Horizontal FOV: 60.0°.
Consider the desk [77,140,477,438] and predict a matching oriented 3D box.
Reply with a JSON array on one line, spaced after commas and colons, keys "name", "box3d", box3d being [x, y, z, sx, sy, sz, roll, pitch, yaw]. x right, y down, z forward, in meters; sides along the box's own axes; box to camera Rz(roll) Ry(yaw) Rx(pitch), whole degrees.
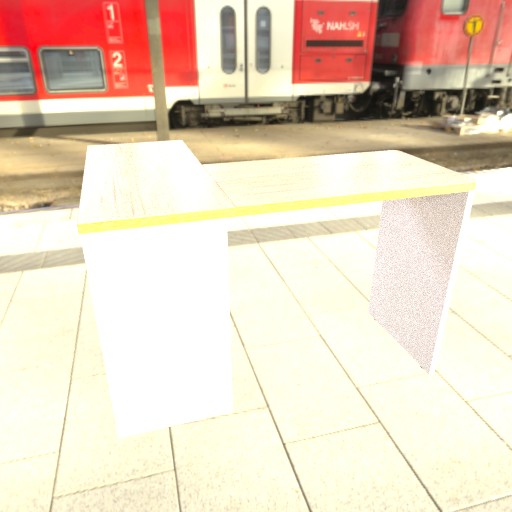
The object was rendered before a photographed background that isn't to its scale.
[{"name": "desk", "box3d": [0.000, 0.000, 1.758, 1.170, 0.760, 0.900, -8, 27, -16]}]
